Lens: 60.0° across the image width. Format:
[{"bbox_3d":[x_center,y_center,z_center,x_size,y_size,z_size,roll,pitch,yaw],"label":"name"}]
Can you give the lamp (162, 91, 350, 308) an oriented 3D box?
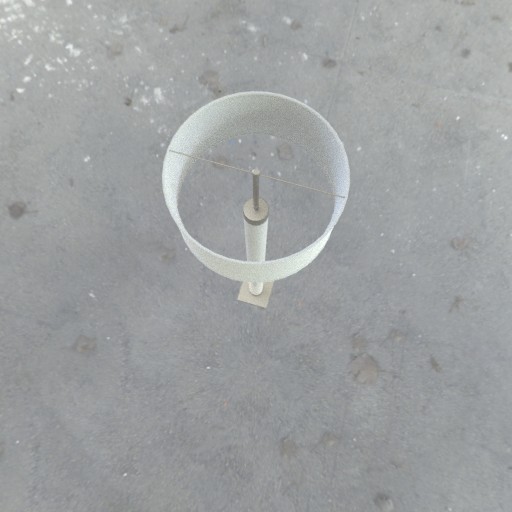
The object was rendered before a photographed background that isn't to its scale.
[{"bbox_3d":[0.000,0.000,1.690,0.420,1.475,0.420,16,76,4],"label":"lamp"}]
